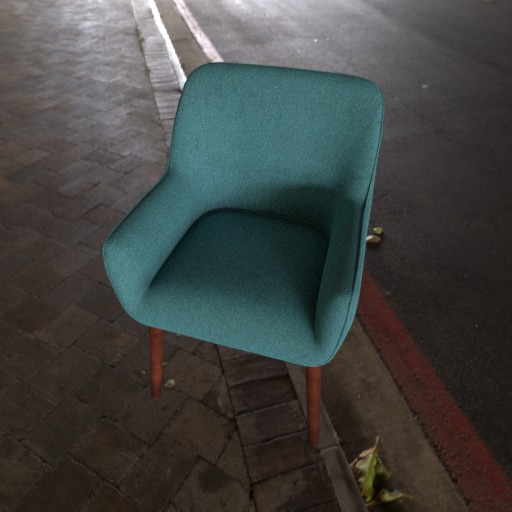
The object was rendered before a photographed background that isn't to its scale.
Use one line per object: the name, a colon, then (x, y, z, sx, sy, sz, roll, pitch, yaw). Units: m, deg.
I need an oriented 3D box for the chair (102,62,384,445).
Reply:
chair: (0.000, 0.000, 1.148, 0.543, 0.803, 0.519, 12, 42, 13)
